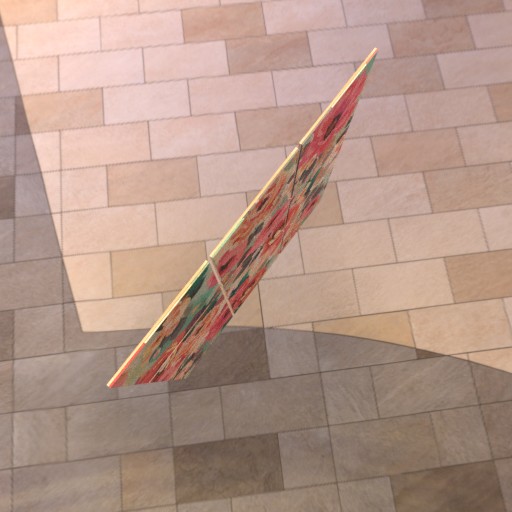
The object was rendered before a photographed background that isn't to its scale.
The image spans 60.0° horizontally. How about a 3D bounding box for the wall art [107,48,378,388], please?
[{"bbox_3d":[0.000,0.000,1.802,0.013,1.220,1.216,36,78,9],"label":"wall art"}]
